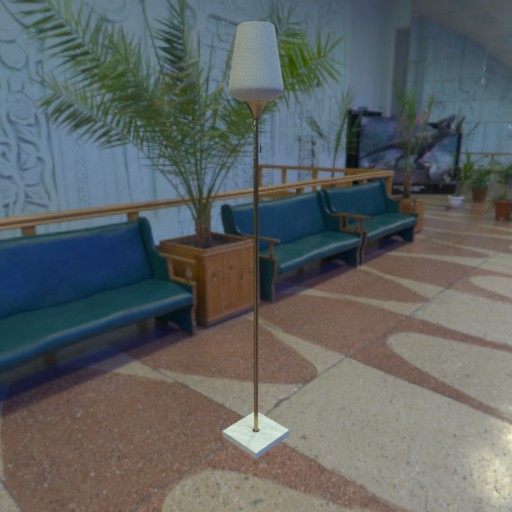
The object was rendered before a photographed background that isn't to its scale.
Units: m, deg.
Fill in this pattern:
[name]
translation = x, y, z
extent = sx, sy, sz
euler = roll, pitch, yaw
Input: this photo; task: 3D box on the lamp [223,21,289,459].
[lamp]
translation = 0.000, 0.000, 1.923
extent = 0.229, 1.813, 0.232
euler = 14, 20, 42
